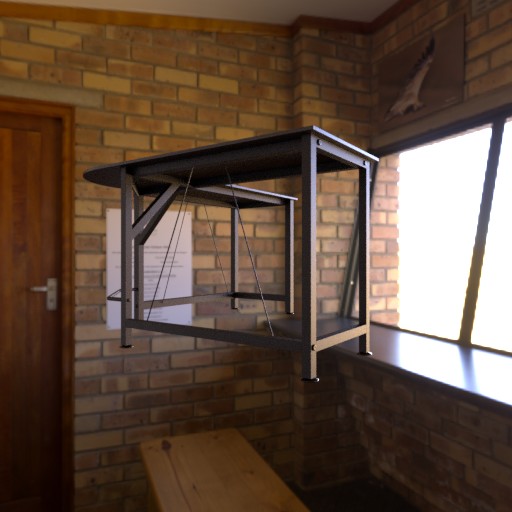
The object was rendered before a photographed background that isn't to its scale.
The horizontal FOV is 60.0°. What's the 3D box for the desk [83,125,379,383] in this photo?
[{"bbox_3d":[0.000,0.000,2.266,1.400,0.762,1.400,0,0,35],"label":"desk"}]
